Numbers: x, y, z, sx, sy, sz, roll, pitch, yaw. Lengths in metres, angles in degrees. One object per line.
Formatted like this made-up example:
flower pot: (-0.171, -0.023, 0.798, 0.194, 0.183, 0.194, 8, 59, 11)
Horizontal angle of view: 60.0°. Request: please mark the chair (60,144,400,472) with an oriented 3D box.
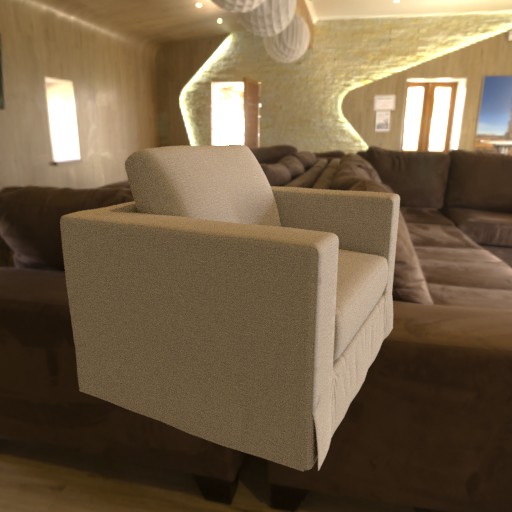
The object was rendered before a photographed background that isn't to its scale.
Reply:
chair: (0.000, 0.000, 1.812, 0.957, 0.878, 1.150, 8, 17, 26)
